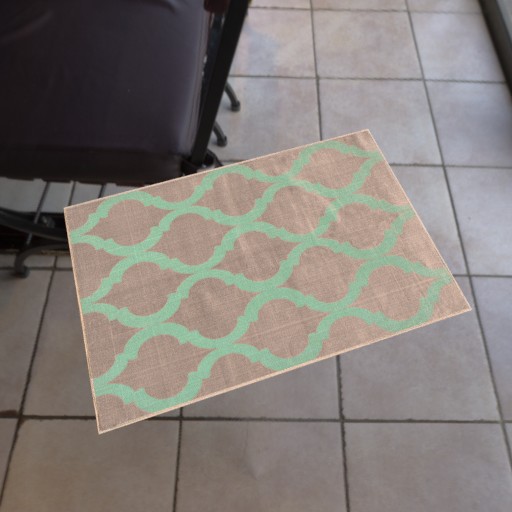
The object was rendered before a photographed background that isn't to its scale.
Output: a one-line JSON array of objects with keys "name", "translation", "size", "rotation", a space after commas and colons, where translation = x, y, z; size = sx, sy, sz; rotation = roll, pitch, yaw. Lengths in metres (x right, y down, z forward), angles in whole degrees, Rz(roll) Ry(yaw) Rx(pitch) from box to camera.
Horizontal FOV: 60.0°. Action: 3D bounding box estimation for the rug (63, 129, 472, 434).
[{"name": "rug", "translation": [0.000, 0.000, 2.880], "size": [2.286, 0.006, 1.524], "rotation": [-16, 64, -8]}]
